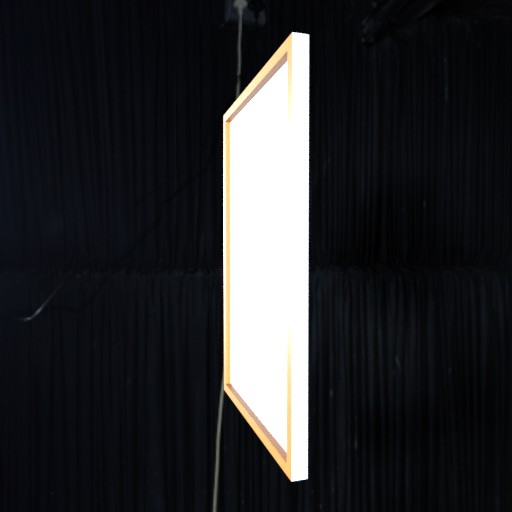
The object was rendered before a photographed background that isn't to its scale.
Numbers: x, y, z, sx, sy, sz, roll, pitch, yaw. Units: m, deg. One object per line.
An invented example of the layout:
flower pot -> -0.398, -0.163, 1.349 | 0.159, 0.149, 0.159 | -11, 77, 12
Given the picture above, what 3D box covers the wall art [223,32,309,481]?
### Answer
wall art -> 0.000, 0.000, 0.795 | 0.025, 0.608, 0.405 | 0, 2, -17
